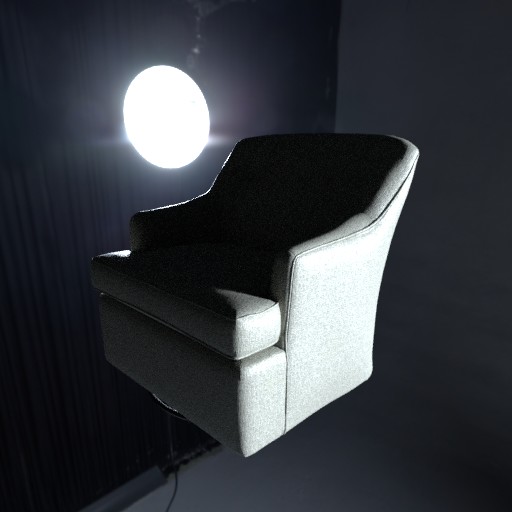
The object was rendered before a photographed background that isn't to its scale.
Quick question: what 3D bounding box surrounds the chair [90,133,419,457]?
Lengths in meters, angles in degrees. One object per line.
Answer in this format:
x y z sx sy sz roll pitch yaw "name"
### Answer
0.000 0.000 1.601 0.864 0.856 0.923 15 21 43 "chair"
